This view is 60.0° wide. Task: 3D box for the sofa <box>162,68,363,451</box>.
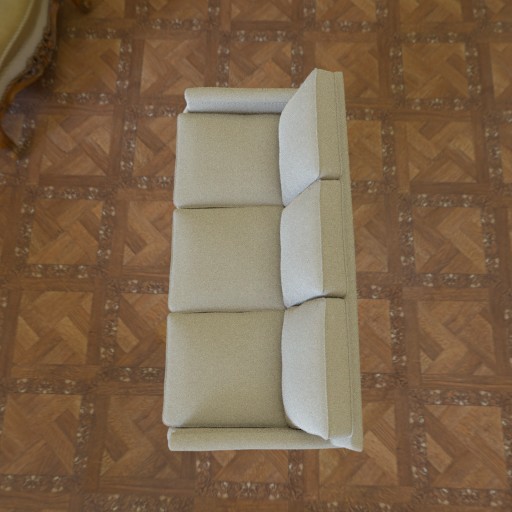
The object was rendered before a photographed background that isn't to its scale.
[{"bbox_3d":[0.000,0.000,2.782,1.084,1.003,2.246,0,76,0],"label":"sofa"}]
